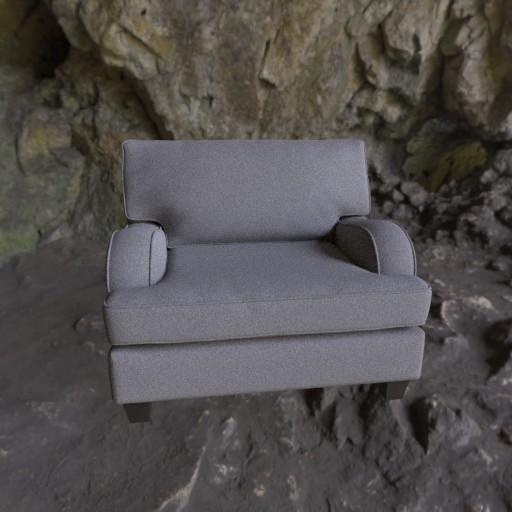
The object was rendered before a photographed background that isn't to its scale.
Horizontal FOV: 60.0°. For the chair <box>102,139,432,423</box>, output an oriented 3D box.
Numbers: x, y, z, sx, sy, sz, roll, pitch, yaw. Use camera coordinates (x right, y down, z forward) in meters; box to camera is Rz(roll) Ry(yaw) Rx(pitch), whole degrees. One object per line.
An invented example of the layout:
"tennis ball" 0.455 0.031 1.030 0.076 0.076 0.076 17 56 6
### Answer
"chair" 0.000 0.000 2.020 1.220 1.016 1.040 -2 17 -8
